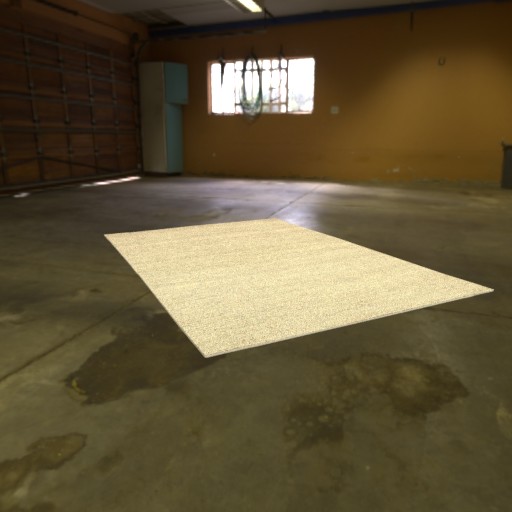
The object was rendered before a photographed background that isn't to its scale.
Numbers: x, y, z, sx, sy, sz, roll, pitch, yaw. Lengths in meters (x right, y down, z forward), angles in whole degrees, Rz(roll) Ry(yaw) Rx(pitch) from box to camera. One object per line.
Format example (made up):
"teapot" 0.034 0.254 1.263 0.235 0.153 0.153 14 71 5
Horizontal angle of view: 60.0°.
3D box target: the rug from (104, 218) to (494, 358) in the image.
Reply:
"rug" 0.000 0.000 2.968 1.609 0.030 2.342 -8 17 -26
